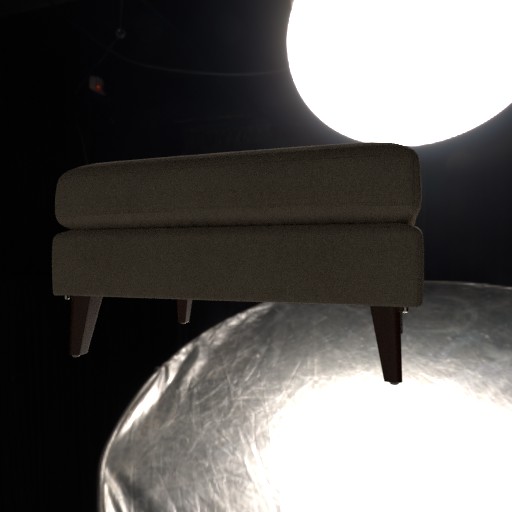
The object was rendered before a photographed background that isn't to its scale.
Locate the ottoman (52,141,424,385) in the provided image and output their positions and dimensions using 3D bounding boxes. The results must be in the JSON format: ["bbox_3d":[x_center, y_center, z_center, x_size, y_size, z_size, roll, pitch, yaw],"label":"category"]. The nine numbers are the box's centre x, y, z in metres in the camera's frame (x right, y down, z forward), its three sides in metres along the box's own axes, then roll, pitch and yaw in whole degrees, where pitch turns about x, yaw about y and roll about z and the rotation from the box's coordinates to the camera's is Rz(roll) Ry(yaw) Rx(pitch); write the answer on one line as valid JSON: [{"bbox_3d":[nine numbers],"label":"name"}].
[{"bbox_3d":[0.000,0.000,1.192,0.823,0.478,0.610,0,0,18],"label":"ottoman"}]
